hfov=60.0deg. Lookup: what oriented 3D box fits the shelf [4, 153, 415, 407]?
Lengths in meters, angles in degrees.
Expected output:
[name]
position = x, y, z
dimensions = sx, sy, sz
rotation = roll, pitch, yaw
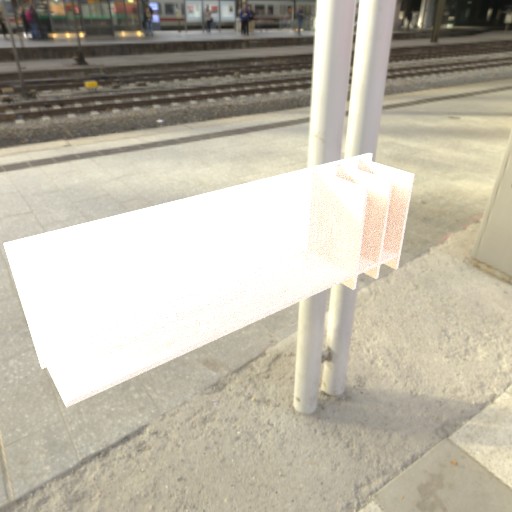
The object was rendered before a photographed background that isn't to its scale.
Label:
[shelf]
position = 0.000, 0.000, 1.091
dimensions = 1.020, 0.300, 0.200
rotation = -20, 34, -32
